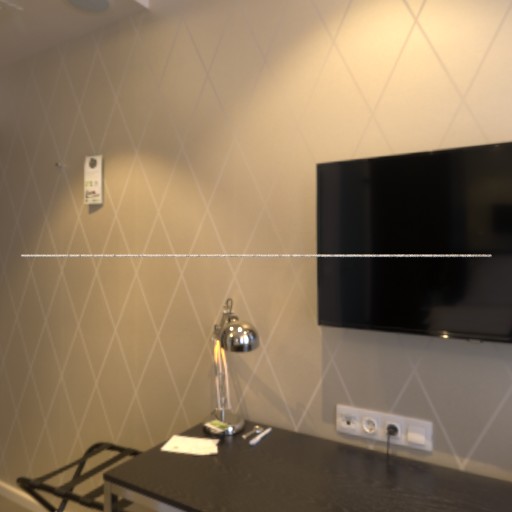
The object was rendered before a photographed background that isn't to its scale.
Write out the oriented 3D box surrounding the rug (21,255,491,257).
[{"bbox_3d":[0.000,0.000,2.315,1.827,0.007,1.211,0,0,1],"label":"rug"}]
